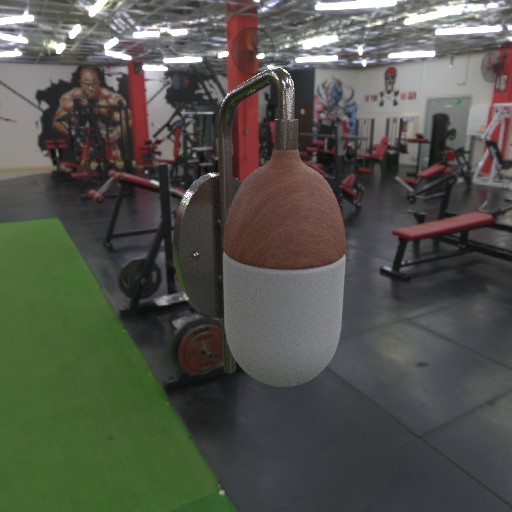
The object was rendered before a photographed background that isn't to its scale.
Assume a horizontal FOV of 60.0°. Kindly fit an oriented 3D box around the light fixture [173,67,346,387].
[{"bbox_3d":[0.000,0.000,0.442,0.108,0.343,0.216,-9,20,-26],"label":"light fixture"}]
